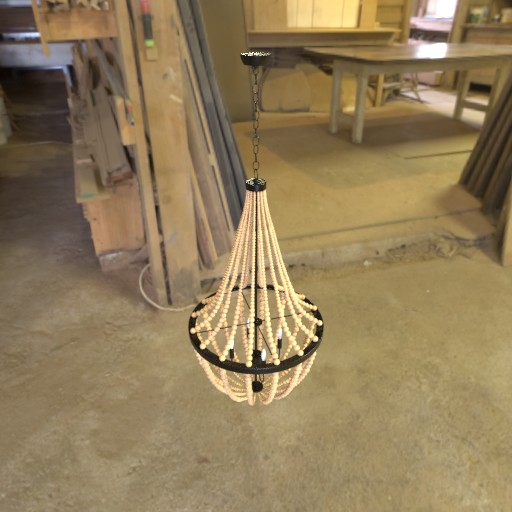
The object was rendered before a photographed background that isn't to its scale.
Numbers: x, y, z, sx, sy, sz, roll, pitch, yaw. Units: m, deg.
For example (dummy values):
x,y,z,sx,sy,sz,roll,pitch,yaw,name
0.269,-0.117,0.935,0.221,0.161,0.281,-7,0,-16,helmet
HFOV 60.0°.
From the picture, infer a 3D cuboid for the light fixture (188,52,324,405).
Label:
x,y,z,sx,sy,sz,roll,pitch,yaw,name
0.000,0.000,1.360,0.450,1.133,0.450,0,30,0,light fixture
